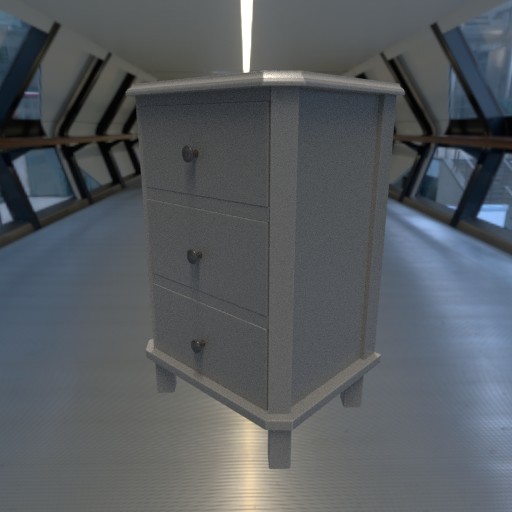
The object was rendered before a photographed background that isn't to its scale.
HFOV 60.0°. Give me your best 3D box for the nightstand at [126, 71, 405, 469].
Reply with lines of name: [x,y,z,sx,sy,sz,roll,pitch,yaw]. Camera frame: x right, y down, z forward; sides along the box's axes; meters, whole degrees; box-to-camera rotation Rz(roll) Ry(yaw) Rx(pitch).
nightstand: [0.000,0.000,0.940,0.435,0.680,0.348,15,22,41]
